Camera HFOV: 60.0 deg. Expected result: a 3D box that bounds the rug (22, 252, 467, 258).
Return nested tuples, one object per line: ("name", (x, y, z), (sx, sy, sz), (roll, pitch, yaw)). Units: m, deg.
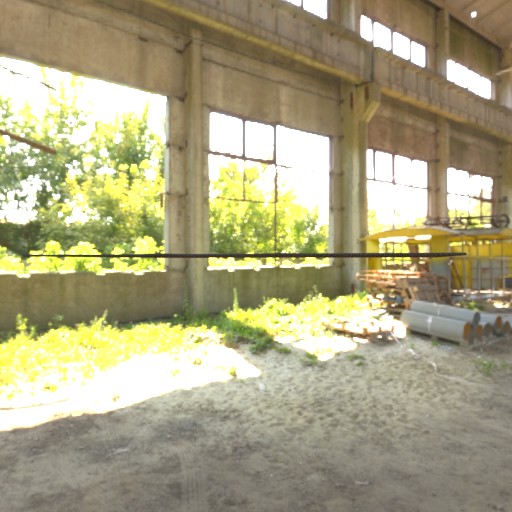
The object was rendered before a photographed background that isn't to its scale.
("rug", (0.000, 0.000, 2.275), (1.820, 0.012, 1.207), (0, -1, 18))
